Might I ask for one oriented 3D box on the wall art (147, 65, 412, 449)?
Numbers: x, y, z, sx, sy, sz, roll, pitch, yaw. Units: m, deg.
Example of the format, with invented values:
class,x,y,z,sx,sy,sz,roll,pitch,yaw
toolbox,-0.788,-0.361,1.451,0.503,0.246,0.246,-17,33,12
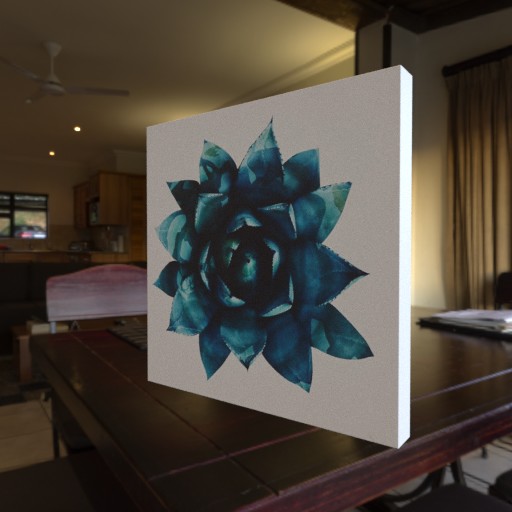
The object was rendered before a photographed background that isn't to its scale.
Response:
class,x,y,z,sx,sy,sz,roll,pitch,yaw
wall art,0.000,0.000,0.605,0.406,0.406,0.038,1,1,37
